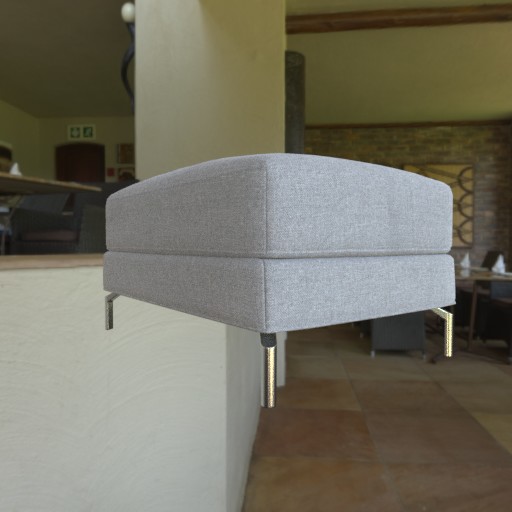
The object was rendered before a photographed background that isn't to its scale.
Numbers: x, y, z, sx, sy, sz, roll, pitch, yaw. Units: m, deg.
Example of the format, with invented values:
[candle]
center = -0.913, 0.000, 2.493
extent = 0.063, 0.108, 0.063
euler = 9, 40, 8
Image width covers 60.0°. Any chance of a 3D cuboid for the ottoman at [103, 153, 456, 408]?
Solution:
[ottoman]
center = 0.000, 0.000, 1.189
extent = 0.584, 0.457, 0.838
euler = -1, 2, -37
